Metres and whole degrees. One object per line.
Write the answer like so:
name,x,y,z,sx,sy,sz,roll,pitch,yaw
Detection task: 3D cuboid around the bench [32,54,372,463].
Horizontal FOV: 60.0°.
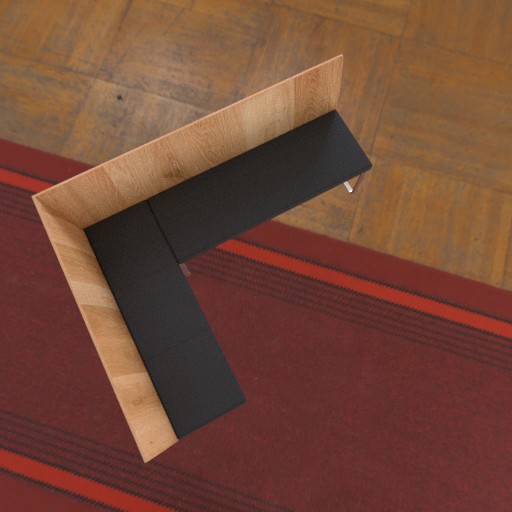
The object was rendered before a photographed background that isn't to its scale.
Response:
bench,0.000,0.000,2.778,1.945,0.930,1.495,-27,76,-7
